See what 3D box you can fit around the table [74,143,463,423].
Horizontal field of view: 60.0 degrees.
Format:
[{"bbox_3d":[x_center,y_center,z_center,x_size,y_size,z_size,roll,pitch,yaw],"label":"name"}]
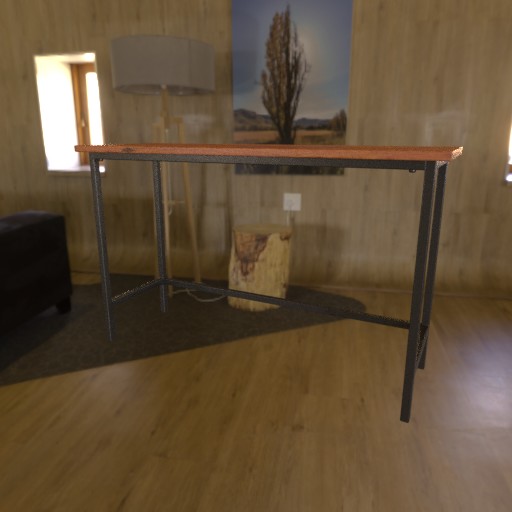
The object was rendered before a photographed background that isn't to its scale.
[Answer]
[{"bbox_3d":[0.000,0.000,1.536,1.204,0.740,0.408,8,17,26],"label":"table"}]
